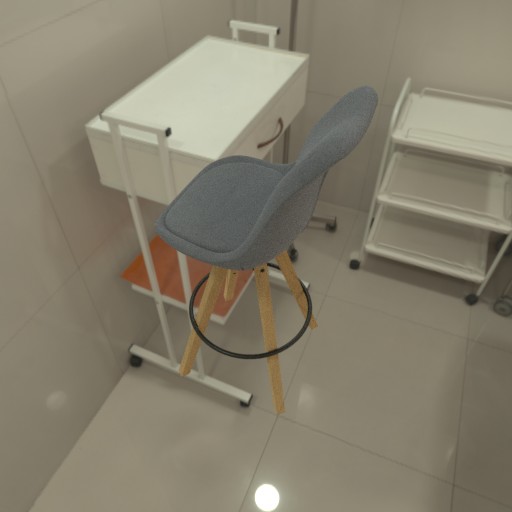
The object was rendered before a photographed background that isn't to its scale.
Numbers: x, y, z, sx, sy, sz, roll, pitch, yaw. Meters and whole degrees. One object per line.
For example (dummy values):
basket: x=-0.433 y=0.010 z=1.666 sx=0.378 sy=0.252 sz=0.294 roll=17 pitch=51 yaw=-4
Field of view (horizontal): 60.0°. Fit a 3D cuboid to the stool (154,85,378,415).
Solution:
stool: x=0.000 y=0.000 z=1.440 sx=0.550 sy=1.115 sz=0.485 roll=16 pitch=48 yaw=16
